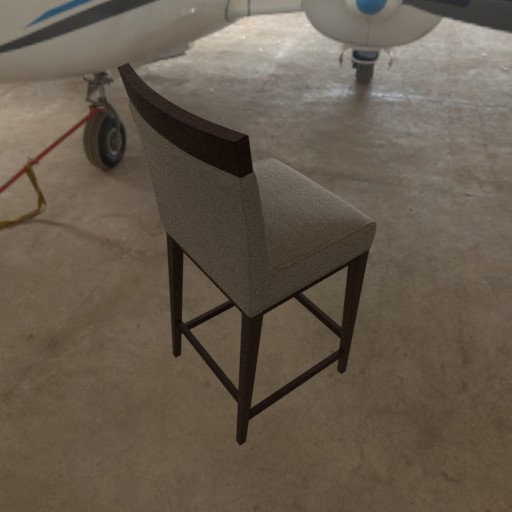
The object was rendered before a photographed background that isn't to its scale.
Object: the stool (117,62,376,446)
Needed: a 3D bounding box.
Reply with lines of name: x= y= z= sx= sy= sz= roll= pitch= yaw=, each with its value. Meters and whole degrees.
stool: x=0.000 y=0.000 z=1.395 sx=0.531 sy=1.117 sz=0.511 roll=-26 pitch=47 yaw=-27
